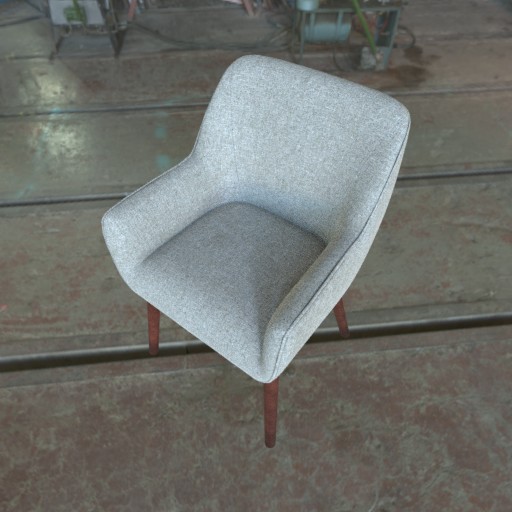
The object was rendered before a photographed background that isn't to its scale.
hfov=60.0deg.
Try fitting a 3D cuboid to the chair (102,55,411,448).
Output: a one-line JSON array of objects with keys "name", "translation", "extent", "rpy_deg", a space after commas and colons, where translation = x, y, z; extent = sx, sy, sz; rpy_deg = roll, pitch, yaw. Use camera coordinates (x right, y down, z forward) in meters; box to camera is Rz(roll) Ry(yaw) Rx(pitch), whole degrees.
[{"name": "chair", "translation": [0.000, 0.000, 1.156], "extent": [0.543, 0.803, 0.519], "rpy_deg": [30, 53, 25]}]
